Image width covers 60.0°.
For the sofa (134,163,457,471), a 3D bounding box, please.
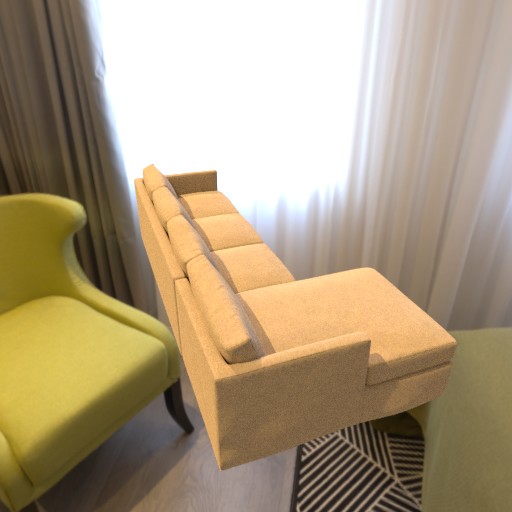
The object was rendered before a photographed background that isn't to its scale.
[{"bbox_3d":[0.000,0.000,3.864,1.638,0.920,3.198,-11,31,-18],"label":"sofa"}]
